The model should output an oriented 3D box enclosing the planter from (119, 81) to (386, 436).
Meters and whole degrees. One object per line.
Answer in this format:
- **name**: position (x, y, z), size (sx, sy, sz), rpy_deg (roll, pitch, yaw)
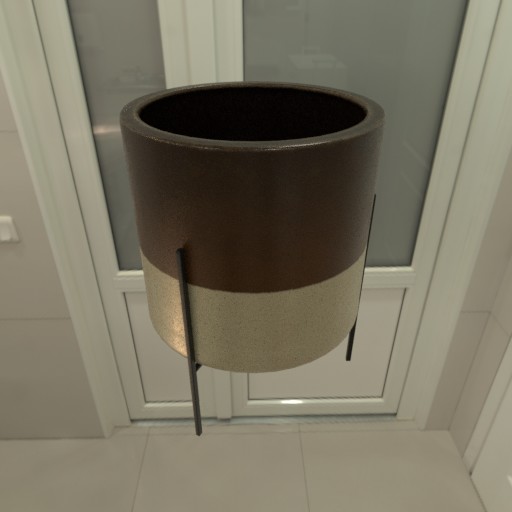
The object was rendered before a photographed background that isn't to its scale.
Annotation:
- **planter**: position (0.000, 0.000, 0.705), size (0.354, 0.465, 0.345), rpy_deg (-1, 32, -1)
